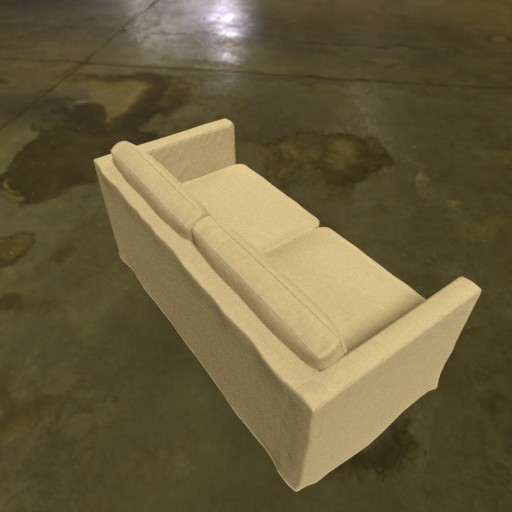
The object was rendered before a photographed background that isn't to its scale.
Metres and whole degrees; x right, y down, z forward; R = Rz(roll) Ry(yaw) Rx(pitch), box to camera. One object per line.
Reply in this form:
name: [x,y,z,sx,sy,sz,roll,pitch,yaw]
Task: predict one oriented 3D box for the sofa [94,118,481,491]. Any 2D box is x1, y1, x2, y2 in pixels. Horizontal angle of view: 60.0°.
sofa: [0.000,0.000,2.373,0.962,0.835,1.959,-26,49,-26]
